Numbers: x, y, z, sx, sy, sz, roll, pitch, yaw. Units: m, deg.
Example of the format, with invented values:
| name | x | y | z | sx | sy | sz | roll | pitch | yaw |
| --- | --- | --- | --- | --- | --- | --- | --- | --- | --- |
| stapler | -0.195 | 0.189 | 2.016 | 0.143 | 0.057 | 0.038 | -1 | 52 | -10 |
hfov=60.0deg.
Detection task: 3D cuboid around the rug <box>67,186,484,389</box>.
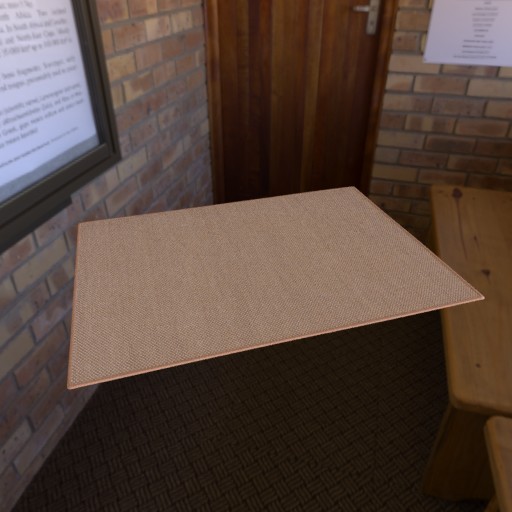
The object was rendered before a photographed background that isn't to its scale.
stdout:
| name | x | y | z | sx | sy | sz | roll | pitch | yaw |
| --- | --- | --- | --- | --- | --- | --- | --- | --- | --- |
| rug | 0.000 | 0.000 | 2.746 | 2.134 | 0.013 | 1.524 | -9 | 34 | -14 |
